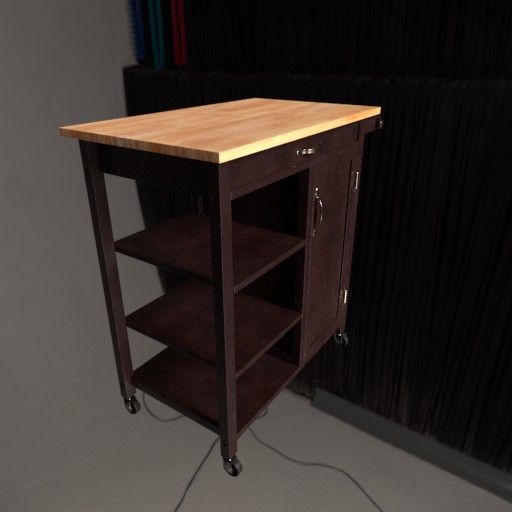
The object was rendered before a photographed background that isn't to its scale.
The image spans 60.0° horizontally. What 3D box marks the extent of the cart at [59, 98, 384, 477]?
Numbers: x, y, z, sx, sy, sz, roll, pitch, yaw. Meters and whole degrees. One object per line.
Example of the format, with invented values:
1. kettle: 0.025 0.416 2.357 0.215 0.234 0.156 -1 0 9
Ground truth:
1. cart: 0.000 0.000 1.421 0.472 0.878 0.914 16 30 31
